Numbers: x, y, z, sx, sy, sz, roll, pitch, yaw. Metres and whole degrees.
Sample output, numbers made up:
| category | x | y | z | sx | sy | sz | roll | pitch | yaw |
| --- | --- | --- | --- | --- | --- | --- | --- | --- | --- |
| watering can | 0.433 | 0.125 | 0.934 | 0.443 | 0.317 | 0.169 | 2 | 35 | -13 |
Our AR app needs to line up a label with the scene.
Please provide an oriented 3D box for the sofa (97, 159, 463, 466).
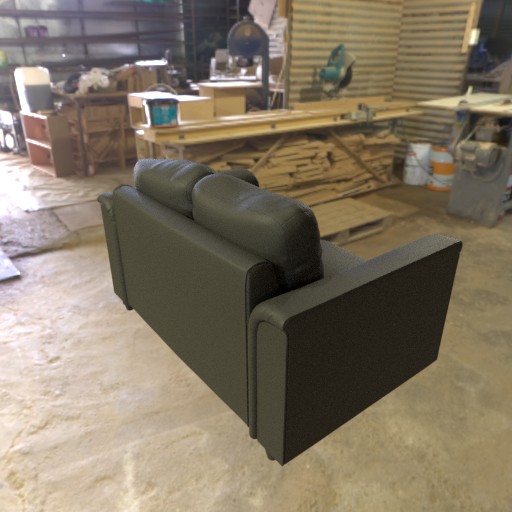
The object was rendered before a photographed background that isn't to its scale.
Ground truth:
| category | x | y | z | sx | sy | sz | roll | pitch | yaw |
| --- | --- | --- | --- | --- | --- | --- | --- | --- | --- |
| sofa | 0.000 | 0.000 | 1.971 | 0.887 | 0.845 | 1.386 | -18 | 31 | -34 |
